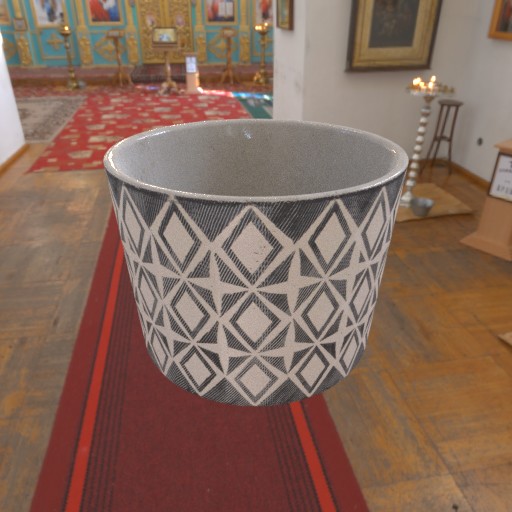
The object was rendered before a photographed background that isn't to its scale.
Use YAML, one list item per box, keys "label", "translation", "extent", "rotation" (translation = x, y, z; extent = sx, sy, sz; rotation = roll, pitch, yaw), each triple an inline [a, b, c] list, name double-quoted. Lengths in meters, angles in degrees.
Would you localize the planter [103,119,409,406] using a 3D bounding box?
- label: "planter"
  translation: [0.000, 0.000, 0.446]
  extent: [0.260, 0.220, 0.260]
  rotation: [0, 28, 0]
